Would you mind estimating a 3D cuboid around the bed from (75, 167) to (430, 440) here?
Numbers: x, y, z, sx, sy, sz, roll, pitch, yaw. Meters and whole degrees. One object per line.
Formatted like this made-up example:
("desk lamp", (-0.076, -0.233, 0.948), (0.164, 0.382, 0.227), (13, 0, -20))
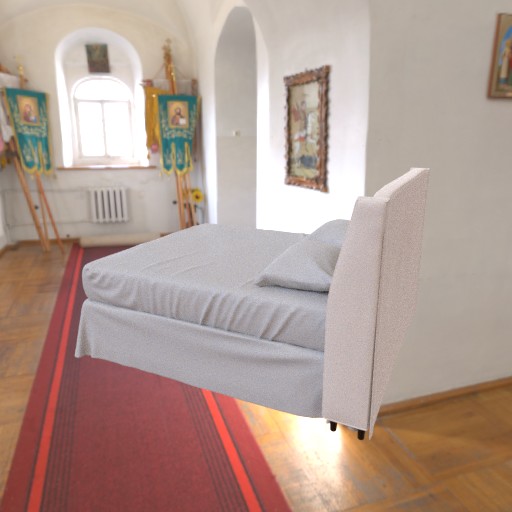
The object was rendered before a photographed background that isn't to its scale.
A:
("bed", (0.000, 0.000, 3.462), (2.276, 1.332, 1.925), (8, 18, 25))
